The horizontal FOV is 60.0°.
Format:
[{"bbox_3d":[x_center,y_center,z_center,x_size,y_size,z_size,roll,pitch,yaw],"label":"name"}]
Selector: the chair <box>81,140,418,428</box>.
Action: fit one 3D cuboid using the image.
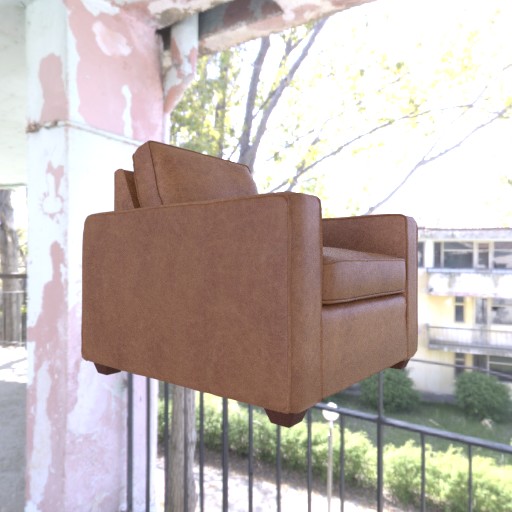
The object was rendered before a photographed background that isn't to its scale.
[{"bbox_3d":[0.000,0.000,1.757,1.027,0.901,0.987,0,0,36],"label":"chair"}]
